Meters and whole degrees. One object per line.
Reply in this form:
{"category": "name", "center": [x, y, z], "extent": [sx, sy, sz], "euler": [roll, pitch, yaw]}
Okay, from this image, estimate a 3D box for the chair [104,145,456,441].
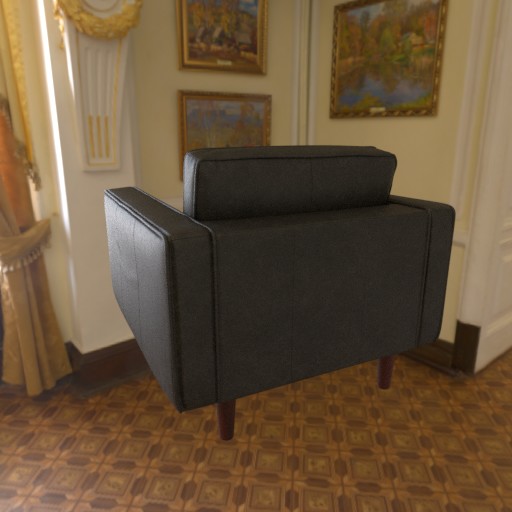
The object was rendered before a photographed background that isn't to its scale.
{"category": "chair", "center": [0.000, 0.000, 1.546], "extent": [0.889, 0.763, 0.914], "euler": [-8, 18, -25]}
